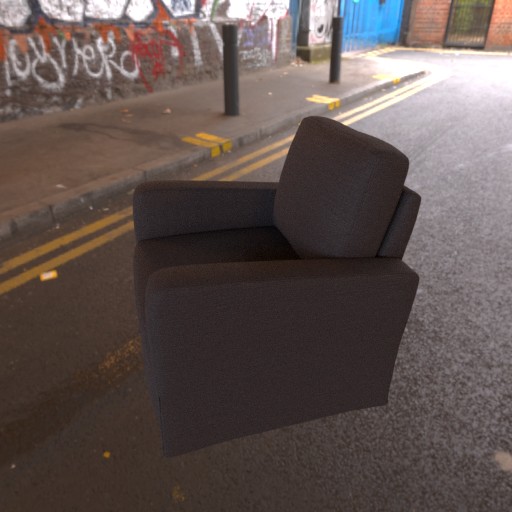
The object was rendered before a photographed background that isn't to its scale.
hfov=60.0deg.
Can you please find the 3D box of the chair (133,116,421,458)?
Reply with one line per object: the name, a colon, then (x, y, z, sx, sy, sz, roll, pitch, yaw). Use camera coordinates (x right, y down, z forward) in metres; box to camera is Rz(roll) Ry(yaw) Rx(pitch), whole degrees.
chair: (0.000, 0.000, 1.550, 0.863, 0.855, 0.798, -8, 31, -14)
